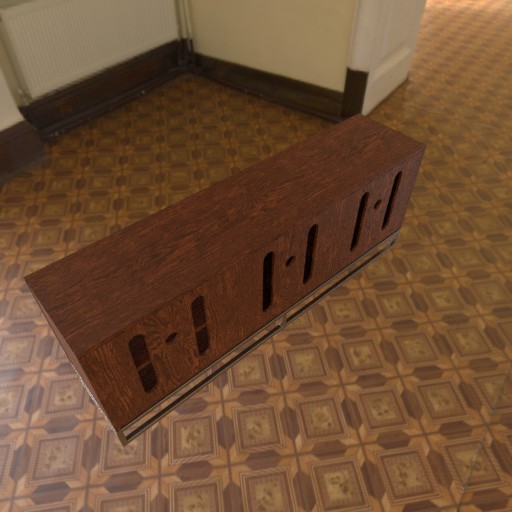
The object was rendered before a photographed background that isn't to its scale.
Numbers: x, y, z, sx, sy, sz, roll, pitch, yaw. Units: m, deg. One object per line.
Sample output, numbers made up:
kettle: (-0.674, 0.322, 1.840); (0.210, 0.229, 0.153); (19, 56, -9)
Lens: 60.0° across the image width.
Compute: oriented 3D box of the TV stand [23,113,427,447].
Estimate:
TV stand: (0.000, 0.000, 1.787); (1.541, 0.578, 0.382); (-32, 53, -27)
